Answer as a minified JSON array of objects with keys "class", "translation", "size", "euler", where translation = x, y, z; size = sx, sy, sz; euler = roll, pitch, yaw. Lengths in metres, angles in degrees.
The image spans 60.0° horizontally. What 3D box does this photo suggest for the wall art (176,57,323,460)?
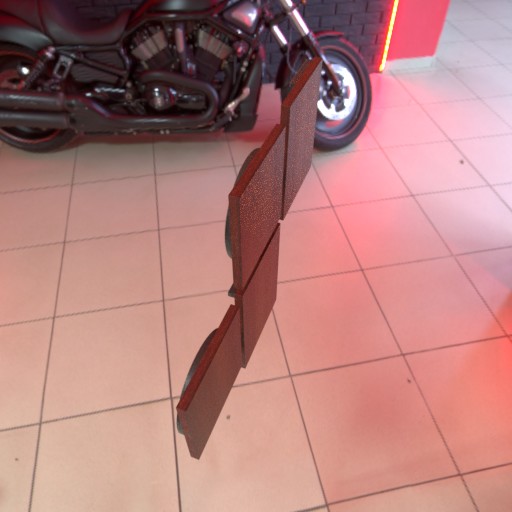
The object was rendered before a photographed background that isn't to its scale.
[{"class":"wall art","translation":[0.000,0.000,0.839],"size":[0.030,0.497,0.635],"euler":[16,49,14]}]
